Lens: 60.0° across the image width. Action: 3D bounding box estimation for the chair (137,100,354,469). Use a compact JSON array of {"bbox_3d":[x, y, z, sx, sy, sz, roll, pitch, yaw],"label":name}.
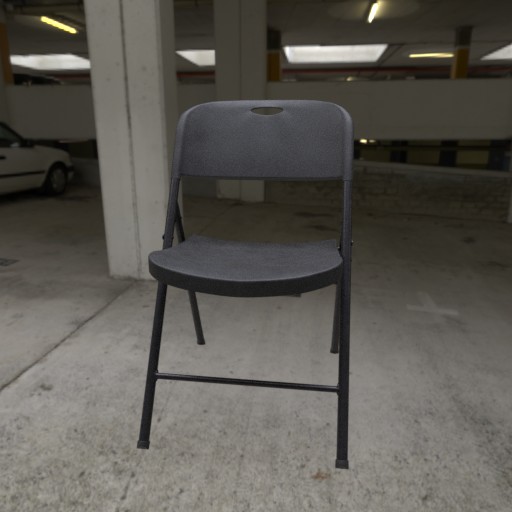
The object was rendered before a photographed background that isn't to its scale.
[{"bbox_3d":[0.000,0.000,1.168,0.494,0.810,0.566,2,16,8],"label":"chair"}]
